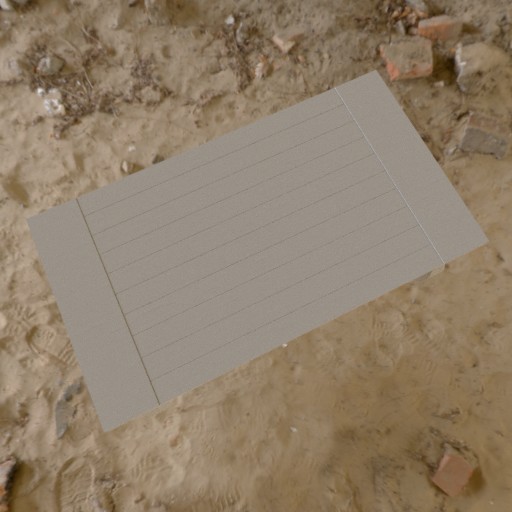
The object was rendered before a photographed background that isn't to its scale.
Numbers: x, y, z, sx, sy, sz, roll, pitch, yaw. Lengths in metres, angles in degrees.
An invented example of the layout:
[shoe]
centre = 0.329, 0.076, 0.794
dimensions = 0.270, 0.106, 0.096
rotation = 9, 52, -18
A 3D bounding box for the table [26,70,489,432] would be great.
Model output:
[table]
centre = 0.000, 0.000, 1.396
dimensions = 1.062, 0.495, 0.600
rotation = -25, 76, -7
